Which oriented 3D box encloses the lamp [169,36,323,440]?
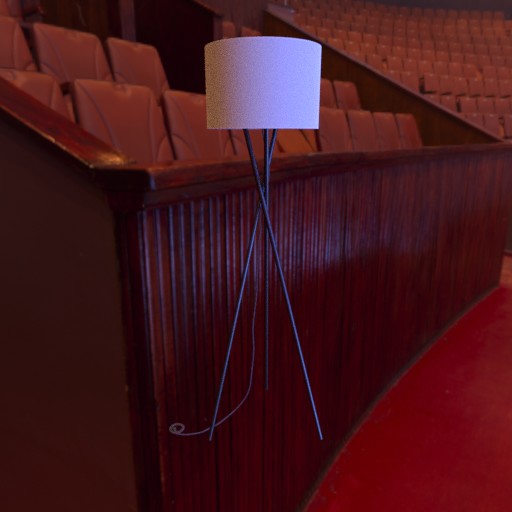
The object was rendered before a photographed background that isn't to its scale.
[{"bbox_3d":[0.000,0.000,1.905,0.667,1.624,0.522,7,17,24],"label":"lamp"}]
